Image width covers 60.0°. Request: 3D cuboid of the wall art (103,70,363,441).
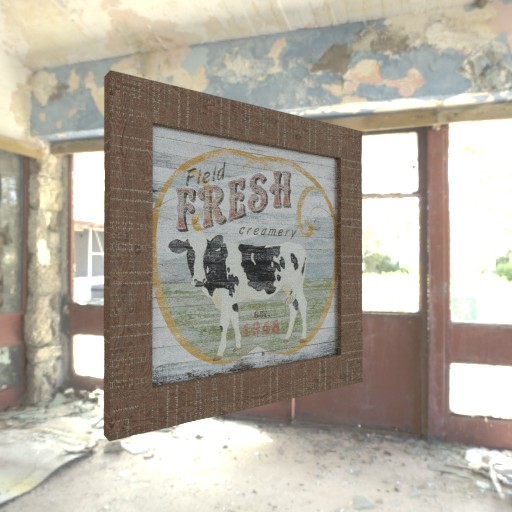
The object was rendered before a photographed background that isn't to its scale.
[{"bbox_3d":[0.000,0.000,0.797,0.531,0.531,0.029,0,0,-35],"label":"wall art"}]
